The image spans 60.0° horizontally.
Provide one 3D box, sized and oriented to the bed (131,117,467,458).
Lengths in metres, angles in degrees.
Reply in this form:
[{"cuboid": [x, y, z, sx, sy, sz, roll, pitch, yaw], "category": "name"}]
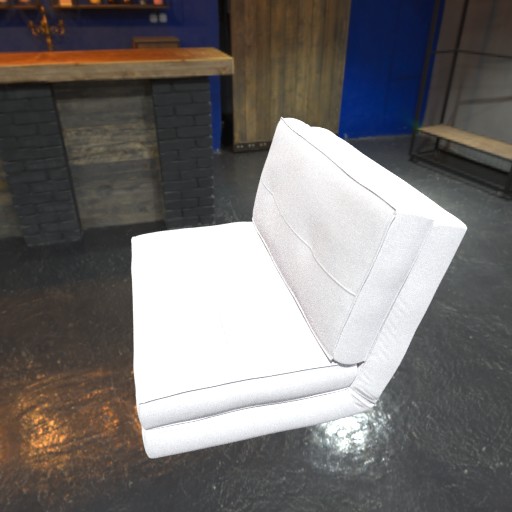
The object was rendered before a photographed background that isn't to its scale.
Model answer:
[{"cuboid": [0.000, 0.000, 1.296, 0.749, 0.614, 0.799, -7, 32, -12], "category": "bed"}]
